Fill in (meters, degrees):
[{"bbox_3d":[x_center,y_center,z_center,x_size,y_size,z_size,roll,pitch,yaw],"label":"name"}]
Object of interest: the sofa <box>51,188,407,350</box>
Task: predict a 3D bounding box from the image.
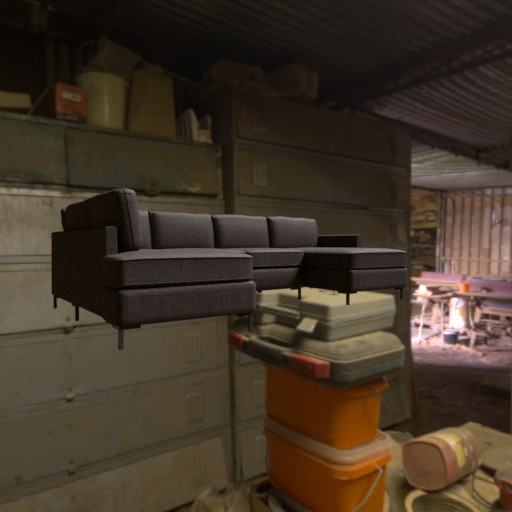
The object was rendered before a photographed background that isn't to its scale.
[{"bbox_3d":[0.000,0.000,4.366,3.423,0.999,2.048,-1,2,-35],"label":"sofa"}]
